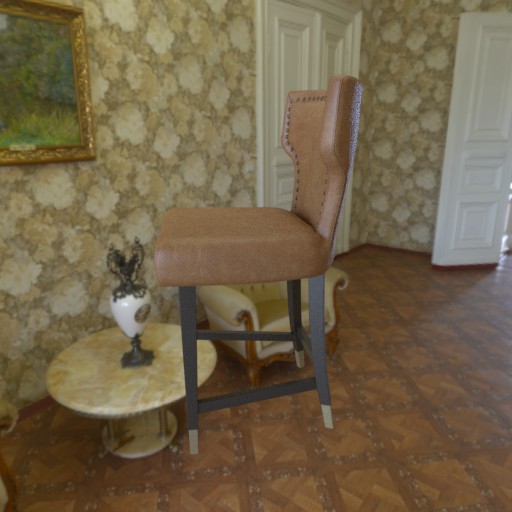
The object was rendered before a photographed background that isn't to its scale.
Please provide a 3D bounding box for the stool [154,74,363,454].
[{"bbox_3d":[0.000,0.000,1.343,0.563,0.982,0.526,-2,16,-8],"label":"stool"}]
